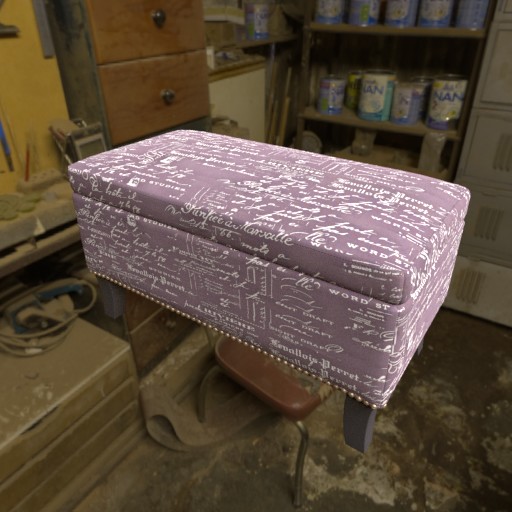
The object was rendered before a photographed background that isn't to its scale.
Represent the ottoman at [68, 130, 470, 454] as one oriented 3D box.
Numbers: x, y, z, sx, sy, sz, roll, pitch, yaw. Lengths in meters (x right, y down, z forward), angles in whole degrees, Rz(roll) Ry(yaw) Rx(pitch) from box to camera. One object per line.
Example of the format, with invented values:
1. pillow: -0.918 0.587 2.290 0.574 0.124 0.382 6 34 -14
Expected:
1. ottoman: 0.000 0.000 1.057 0.813 0.457 0.406 19 36 29
